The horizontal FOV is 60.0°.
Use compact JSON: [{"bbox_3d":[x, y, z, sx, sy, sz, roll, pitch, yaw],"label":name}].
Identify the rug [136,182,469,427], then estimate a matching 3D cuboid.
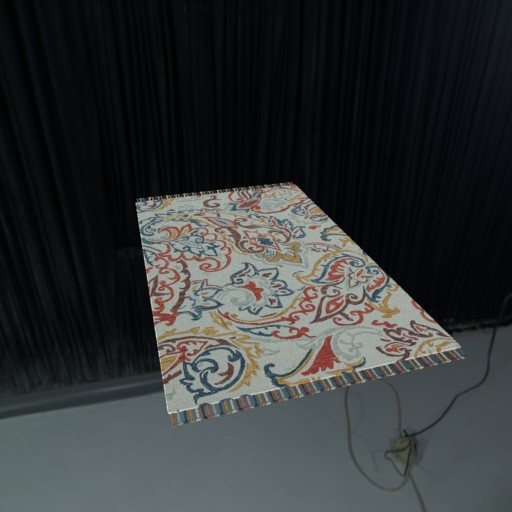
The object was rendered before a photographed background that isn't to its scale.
[{"bbox_3d":[0.000,0.000,3.144,1.523,0.010,2.584,-8,31,-14],"label":"rug"}]
